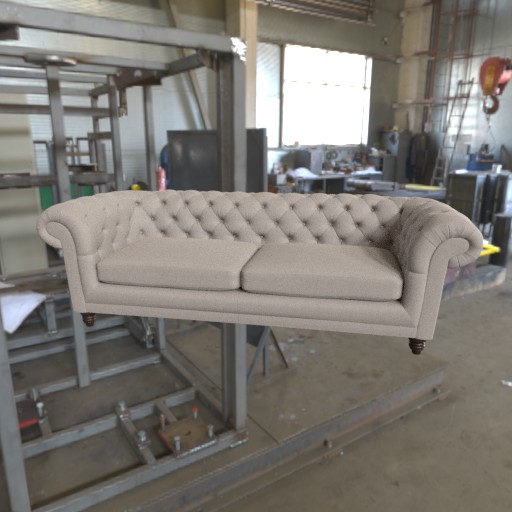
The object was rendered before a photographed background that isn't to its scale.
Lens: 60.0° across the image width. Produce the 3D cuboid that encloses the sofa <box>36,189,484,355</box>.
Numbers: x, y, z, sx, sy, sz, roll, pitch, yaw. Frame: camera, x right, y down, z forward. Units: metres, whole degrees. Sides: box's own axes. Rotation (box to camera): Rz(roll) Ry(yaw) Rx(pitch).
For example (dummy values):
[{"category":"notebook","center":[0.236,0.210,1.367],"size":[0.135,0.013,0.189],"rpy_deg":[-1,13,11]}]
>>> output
[{"category":"sofa","center":[0.000,0.000,2.816],"size":[2.411,0.749,0.991],"rpy_deg":[3,15,11]}]
